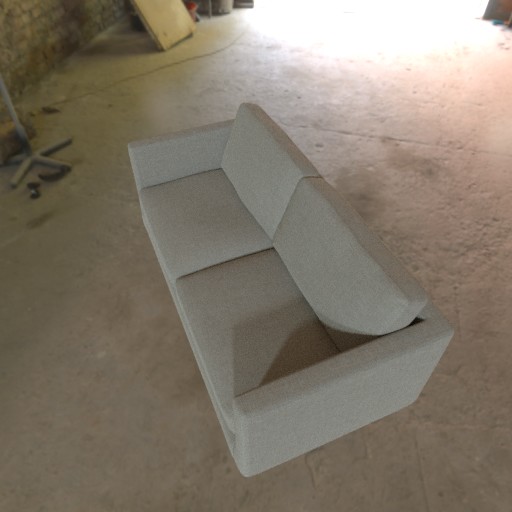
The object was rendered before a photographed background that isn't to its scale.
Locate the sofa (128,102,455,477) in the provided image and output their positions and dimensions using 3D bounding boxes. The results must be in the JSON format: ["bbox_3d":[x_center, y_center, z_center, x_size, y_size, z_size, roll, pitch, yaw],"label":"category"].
[{"bbox_3d":[0.000,0.000,2.404,0.951,0.947,1.884,-17,49,-16],"label":"sofa"}]
